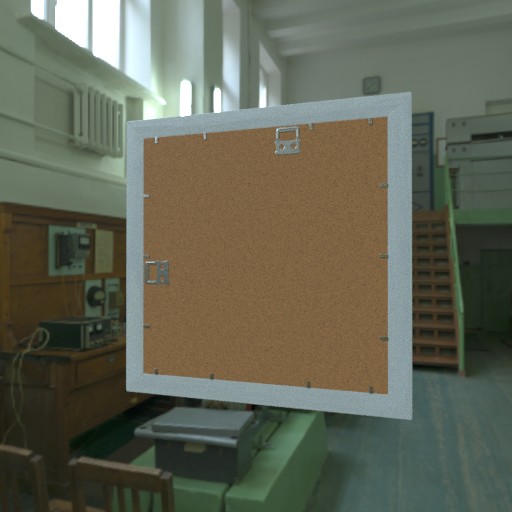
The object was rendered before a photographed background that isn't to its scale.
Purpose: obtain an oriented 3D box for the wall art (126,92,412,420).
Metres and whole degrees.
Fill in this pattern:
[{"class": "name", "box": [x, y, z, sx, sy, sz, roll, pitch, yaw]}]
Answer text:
[{"class": "wall art", "box": [0.000, 0.000, 0.879, 0.584, 0.584, 0.013, 0, 0, 17]}]
